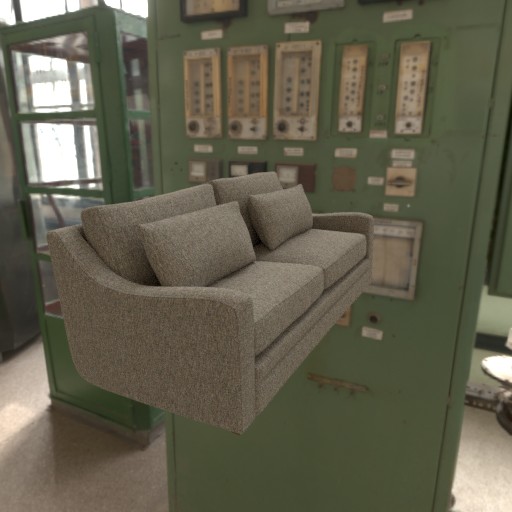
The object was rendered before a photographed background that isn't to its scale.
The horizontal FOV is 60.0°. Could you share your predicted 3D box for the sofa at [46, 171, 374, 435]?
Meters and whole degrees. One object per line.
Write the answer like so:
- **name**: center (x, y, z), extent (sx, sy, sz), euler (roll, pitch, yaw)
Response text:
- **sofa**: center (0.000, 0.000, 3.038), extent (1.103, 0.998, 2.418), euler (8, 17, 27)
